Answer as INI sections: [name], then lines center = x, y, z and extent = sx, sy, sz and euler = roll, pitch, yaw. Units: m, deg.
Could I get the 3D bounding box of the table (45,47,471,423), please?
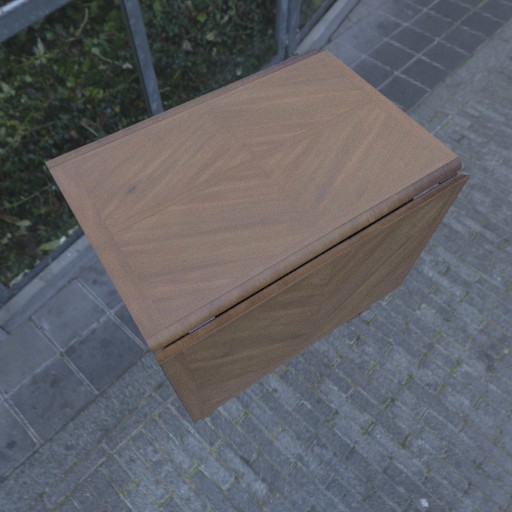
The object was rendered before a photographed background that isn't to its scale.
[table]
center = 0.000, 0.000, 1.640
extent = 0.967, 0.981, 0.701
euler = -30, 63, -17
